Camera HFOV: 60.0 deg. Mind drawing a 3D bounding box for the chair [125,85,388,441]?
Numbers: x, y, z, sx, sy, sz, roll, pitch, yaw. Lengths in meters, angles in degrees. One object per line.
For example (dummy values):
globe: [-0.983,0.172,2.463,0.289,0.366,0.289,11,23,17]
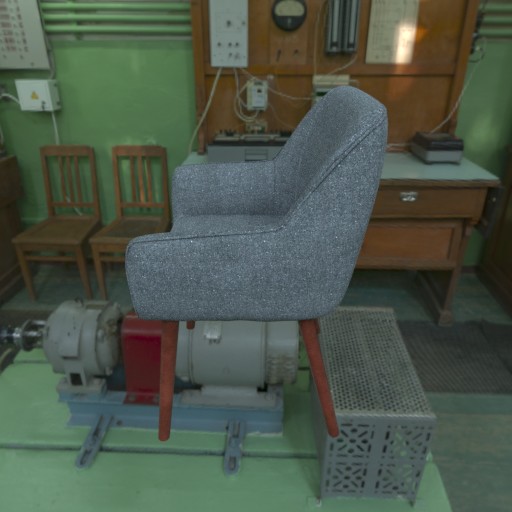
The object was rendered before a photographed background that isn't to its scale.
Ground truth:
chair: [0.000,0.000,1.155,0.519,0.803,0.543,0,27,1]
